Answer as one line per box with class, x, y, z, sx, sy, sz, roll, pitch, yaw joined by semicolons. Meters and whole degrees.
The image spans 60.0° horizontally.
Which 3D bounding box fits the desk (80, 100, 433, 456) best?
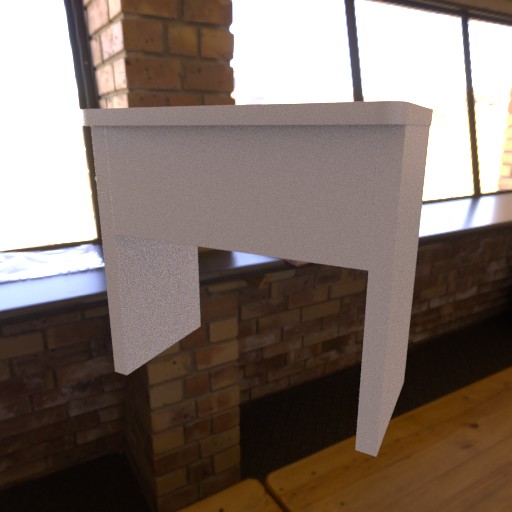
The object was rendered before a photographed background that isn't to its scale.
desk;0.000;0.000;1.211;0.790;0.760;0.446;8;18;26
